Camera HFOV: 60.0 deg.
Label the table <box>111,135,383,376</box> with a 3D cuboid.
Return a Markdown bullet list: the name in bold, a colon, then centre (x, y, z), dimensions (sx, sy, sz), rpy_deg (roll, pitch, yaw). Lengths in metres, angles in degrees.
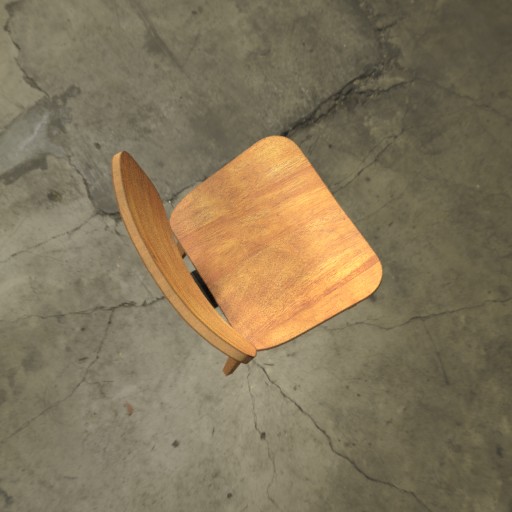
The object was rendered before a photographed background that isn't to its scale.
- **table**: centre (0.000, 0.000, 1.129), dimensions (0.500, 0.805, 0.499), rpy_deg (-32, 79, -7)
